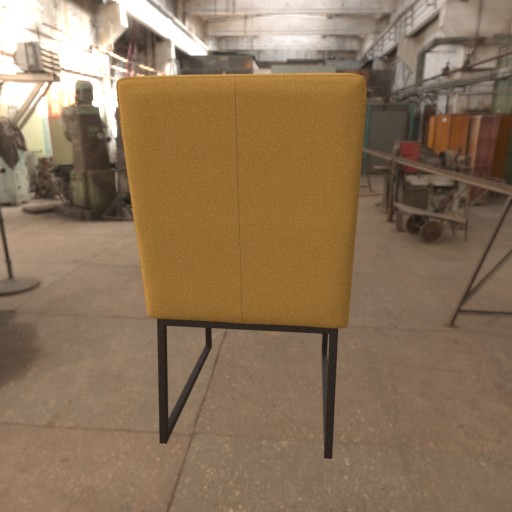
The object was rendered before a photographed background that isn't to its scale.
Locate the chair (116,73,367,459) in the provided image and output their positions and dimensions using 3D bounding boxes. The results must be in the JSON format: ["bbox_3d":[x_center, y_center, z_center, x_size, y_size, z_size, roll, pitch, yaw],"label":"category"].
[{"bbox_3d":[0.000,0.000,1.289,0.520,0.930,0.634,2,16,7],"label":"chair"}]
